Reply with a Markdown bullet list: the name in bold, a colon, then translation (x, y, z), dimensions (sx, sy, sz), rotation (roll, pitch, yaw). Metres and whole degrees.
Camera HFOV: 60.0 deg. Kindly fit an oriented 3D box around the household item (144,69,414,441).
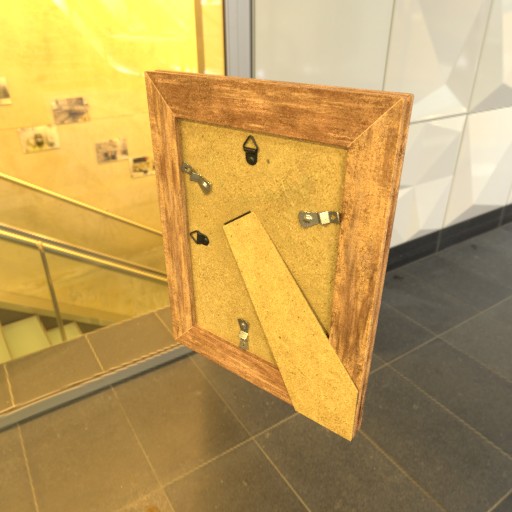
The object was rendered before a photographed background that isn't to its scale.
- **household item**: translation (0.000, 0.000, 0.320), dimensions (0.186, 0.237, 0.018), rotation (20, 34, 32)
